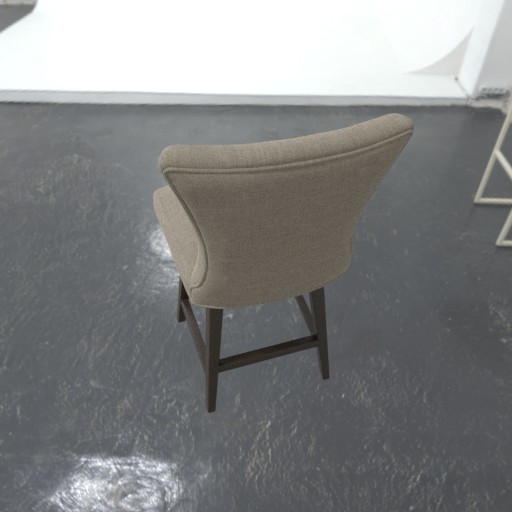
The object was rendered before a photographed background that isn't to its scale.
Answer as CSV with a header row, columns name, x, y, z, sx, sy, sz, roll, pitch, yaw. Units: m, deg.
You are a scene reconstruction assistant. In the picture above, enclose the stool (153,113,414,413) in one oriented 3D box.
name,x,y,z,sx,sy,sz,roll,pitch,yaw
stool,0.000,0.000,1.313,0.514,1.000,0.574,-12,43,-13
